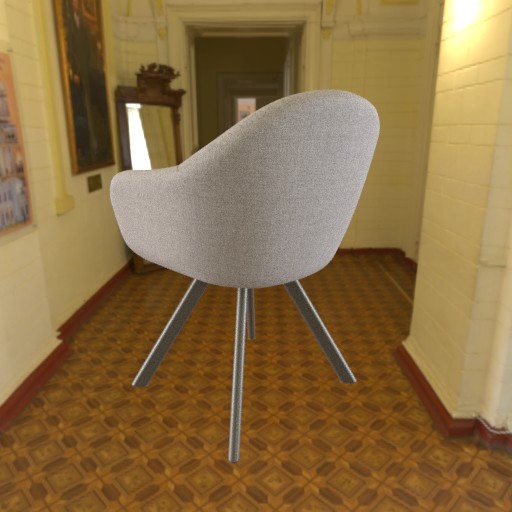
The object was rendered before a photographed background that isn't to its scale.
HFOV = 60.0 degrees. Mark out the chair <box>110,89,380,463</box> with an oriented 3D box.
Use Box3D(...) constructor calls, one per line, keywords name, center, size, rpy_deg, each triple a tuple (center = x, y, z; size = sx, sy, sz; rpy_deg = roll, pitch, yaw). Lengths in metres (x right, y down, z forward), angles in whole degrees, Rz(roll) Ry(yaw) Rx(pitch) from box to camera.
Box3D(name="chair", center=(0.000, 0.000, 1.168), size=(0.590, 0.795, 0.550), rpy_deg=(-15, 21, -42))
